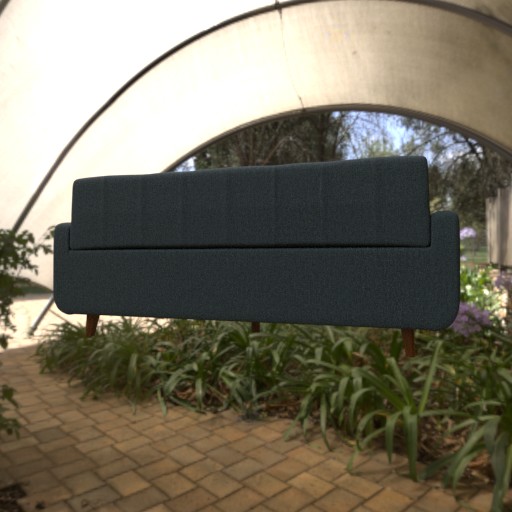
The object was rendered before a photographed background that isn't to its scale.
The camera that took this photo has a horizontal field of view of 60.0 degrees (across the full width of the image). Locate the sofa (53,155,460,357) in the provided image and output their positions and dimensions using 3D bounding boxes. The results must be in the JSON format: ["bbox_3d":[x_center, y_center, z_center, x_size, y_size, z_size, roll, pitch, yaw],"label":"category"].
[{"bbox_3d":[0.000,0.000,2.561,2.055,0.884,0.942,0,-1,18],"label":"sofa"}]
